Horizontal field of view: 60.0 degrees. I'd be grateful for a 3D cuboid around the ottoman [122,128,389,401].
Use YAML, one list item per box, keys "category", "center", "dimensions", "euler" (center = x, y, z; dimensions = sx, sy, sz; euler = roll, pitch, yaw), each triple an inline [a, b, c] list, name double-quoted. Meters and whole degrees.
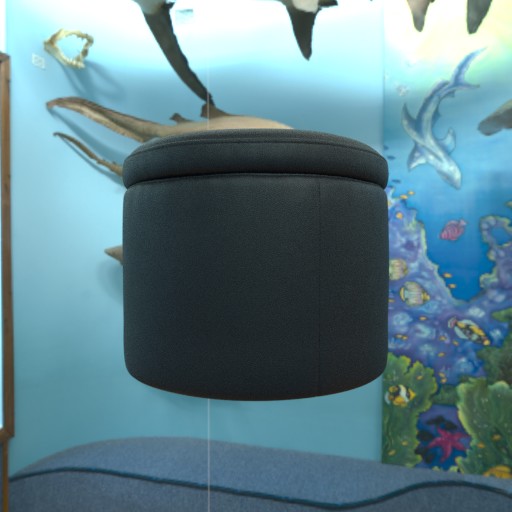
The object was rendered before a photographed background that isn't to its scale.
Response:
- category: "ottoman"
  center: [0.000, 0.000, 0.870]
  dimensions: [0.501, 0.409, 0.501]
  euler: [0, 1, 0]
